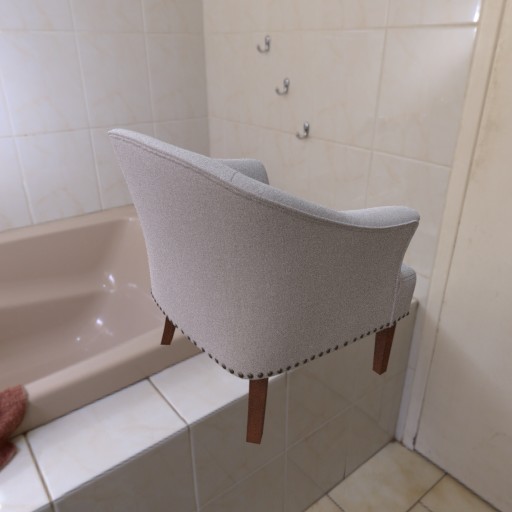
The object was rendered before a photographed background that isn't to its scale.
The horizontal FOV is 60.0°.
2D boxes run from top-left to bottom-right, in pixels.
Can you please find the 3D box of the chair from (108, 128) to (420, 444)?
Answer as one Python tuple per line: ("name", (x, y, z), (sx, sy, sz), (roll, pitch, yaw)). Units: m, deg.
("chair", (0.000, 0.000, 1.396), (0.704, 0.815, 0.798), (-17, 30, -32))
